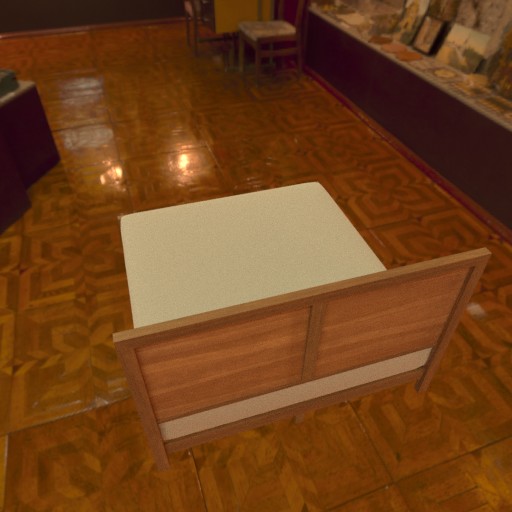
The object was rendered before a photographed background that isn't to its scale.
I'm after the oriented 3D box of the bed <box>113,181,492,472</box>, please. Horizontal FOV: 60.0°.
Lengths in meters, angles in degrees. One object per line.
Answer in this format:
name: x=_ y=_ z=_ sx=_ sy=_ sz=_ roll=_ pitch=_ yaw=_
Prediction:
bed: x=0.000 y=0.000 z=3.424 sx=2.003 sy=1.387 sz=2.184 roll=-12 pitch=43 yaw=-13
